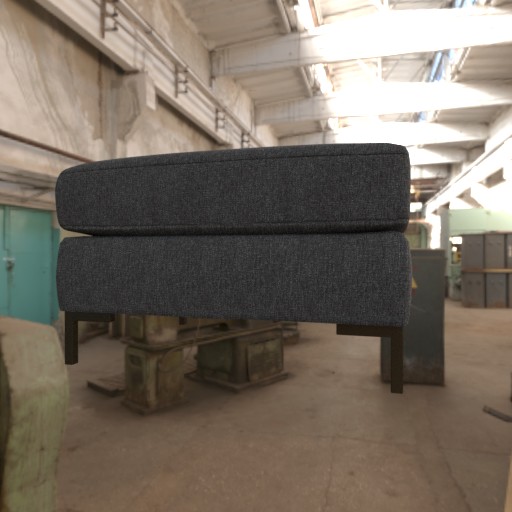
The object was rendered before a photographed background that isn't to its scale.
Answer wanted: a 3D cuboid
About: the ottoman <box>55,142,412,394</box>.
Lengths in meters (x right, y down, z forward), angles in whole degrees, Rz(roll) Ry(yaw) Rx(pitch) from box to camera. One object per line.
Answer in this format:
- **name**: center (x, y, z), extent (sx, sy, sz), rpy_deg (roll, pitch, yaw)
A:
- **ottoman**: center (0.000, 0.000, 1.287), extent (0.831, 0.533, 0.695), rpy_deg (0, 1, 17)
